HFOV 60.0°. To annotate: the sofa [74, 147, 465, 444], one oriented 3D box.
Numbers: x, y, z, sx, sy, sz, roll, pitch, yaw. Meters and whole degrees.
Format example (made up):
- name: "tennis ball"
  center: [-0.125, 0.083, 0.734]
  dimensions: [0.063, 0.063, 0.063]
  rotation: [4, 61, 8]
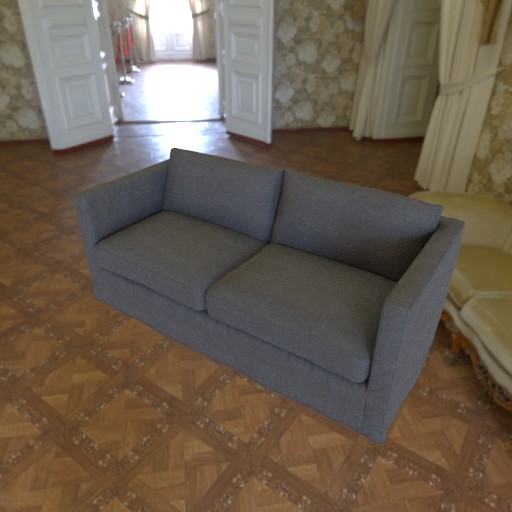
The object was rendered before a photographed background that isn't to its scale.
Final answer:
- name: "sofa"
  center: [0.000, 0.000, 2.530]
  dimensions: [1.982, 0.855, 0.953]
  rotation: [19, 35, 29]
